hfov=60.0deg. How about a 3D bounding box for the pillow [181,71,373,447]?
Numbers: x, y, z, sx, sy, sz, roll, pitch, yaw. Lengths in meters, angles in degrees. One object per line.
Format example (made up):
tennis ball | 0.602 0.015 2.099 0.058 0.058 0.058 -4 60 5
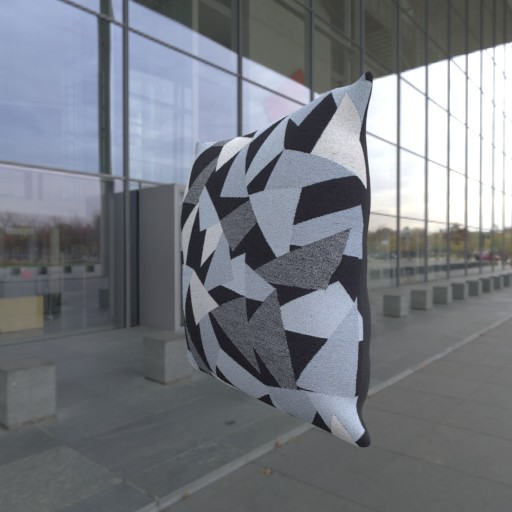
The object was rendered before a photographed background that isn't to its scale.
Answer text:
pillow | 0.000 0.000 0.772 0.208 0.496 0.503 0 1 -34
